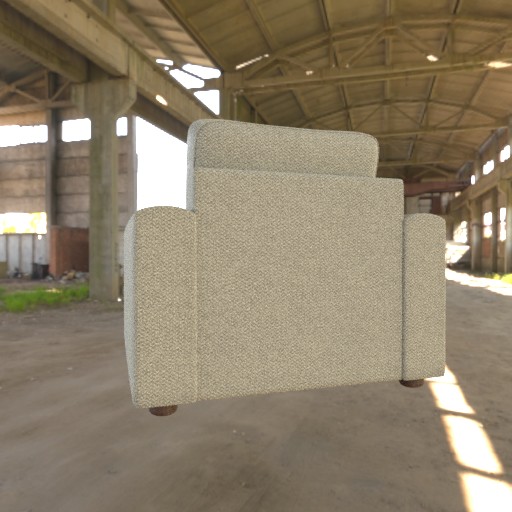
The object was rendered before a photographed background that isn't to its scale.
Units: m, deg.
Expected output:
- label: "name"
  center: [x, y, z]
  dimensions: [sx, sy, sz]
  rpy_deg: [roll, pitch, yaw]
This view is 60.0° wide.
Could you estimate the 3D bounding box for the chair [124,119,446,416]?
- label: "chair"
  center: [0.000, 0.000, 1.789]
  dimensions: [1.005, 0.873, 1.016]
  rpy_deg: [0, 1, -18]
